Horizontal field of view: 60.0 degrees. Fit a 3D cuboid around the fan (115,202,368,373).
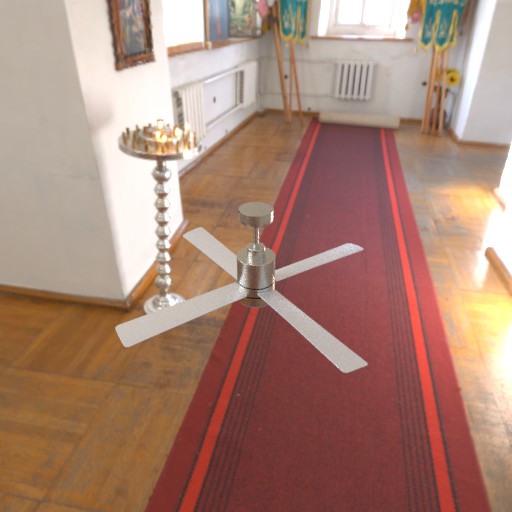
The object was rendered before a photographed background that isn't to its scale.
[{"bbox_3d":[0.000,0.000,2.318,1.525,0.539,1.525,-19,36,-28],"label":"fan"}]
